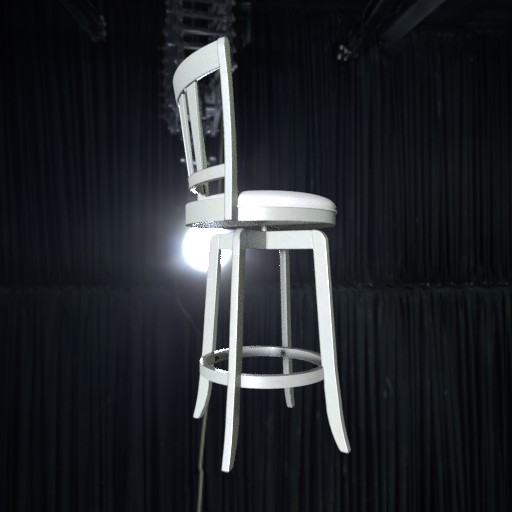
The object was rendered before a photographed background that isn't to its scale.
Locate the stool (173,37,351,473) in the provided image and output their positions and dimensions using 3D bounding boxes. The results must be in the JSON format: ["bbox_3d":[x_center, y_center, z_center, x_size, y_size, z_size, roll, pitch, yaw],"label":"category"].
[{"bbox_3d":[0.000,0.000,1.298,0.475,1.042,0.436,0,0,-18],"label":"stool"}]
